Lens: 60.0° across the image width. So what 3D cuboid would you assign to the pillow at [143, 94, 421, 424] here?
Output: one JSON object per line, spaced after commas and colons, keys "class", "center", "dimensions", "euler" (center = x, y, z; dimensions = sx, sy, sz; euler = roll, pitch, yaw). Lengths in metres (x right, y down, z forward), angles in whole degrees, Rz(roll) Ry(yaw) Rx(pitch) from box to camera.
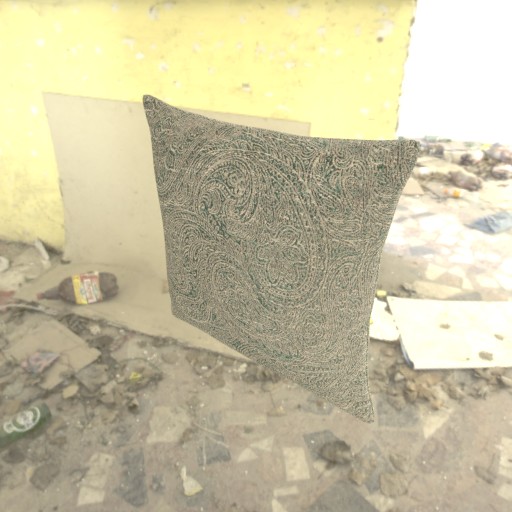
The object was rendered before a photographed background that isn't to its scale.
{"class": "pillow", "center": [0.000, 0.000, 0.805], "dimensions": [0.526, 0.507, 0.166], "euler": [21, 36, 33]}
